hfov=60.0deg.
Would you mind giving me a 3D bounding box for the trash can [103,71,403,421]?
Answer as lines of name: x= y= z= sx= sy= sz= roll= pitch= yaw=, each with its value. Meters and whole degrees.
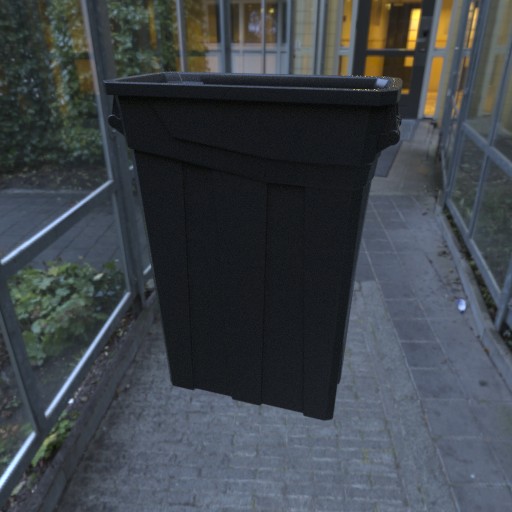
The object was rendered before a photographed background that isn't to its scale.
trash can: x=0.000 y=0.000 z=1.025 sx=0.559 sy=0.762 sz=0.281 roll=8 pitch=27 yaw=15
